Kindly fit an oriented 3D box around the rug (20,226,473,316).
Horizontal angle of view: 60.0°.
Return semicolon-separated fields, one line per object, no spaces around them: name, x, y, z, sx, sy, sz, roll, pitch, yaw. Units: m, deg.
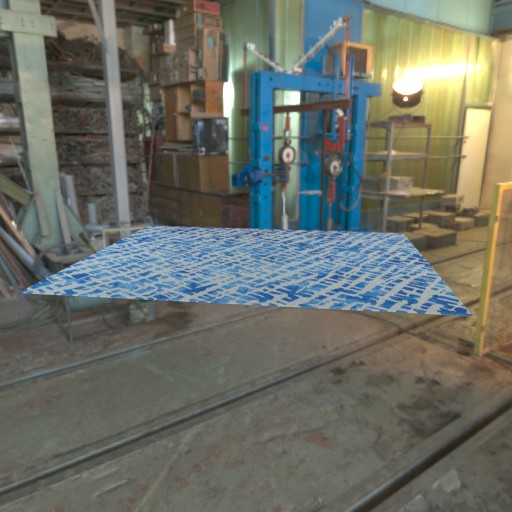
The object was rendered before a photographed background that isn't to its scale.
rug;0.000;0.000;4.047;3.007;0.007;2.435;2;15;8
